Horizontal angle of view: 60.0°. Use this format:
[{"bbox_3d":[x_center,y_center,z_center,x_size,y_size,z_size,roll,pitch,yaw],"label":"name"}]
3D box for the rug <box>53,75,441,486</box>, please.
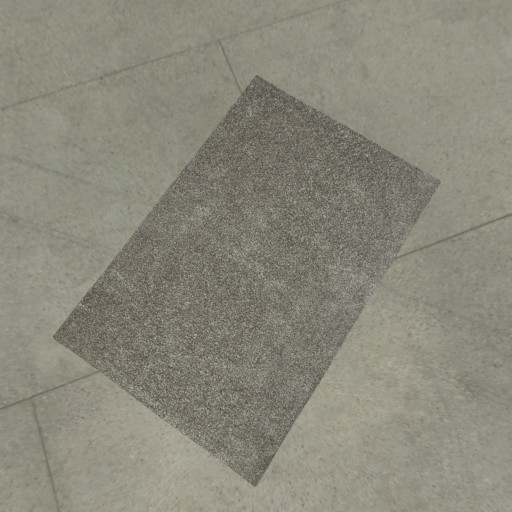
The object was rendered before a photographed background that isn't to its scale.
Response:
[{"bbox_3d":[0.000,0.000,3.423,1.802,0.026,2.699,33,77,8],"label":"rug"}]
